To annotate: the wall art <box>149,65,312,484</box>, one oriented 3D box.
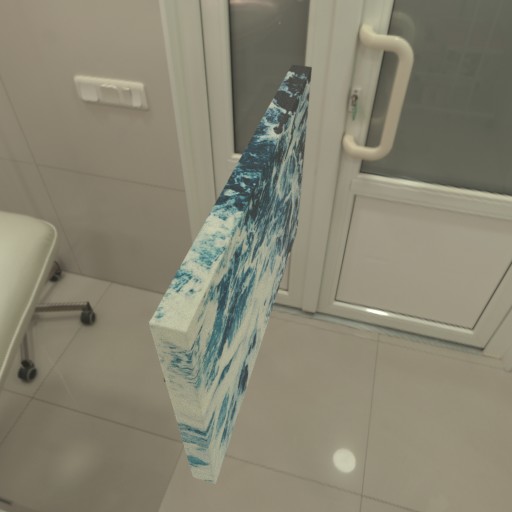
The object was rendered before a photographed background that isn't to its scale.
[{"bbox_3d":[0.000,0.000,0.753,0.043,0.407,0.609,11,46,11],"label":"wall art"}]
